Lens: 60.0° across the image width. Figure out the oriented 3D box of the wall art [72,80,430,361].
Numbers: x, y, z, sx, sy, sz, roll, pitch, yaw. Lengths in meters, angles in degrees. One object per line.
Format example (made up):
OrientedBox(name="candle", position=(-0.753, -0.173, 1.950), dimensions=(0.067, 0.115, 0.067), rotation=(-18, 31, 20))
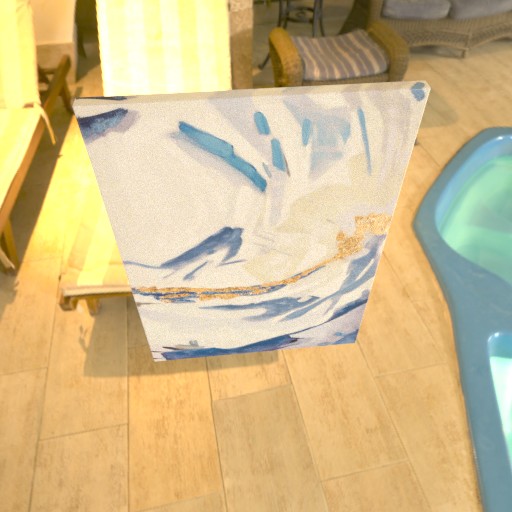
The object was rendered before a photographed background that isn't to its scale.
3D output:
OrientedBox(name="wall art", position=(0.000, 0.000, 1.313), dimensions=(0.761, 1.015, 0.038), rotation=(-4, 47, -4))
